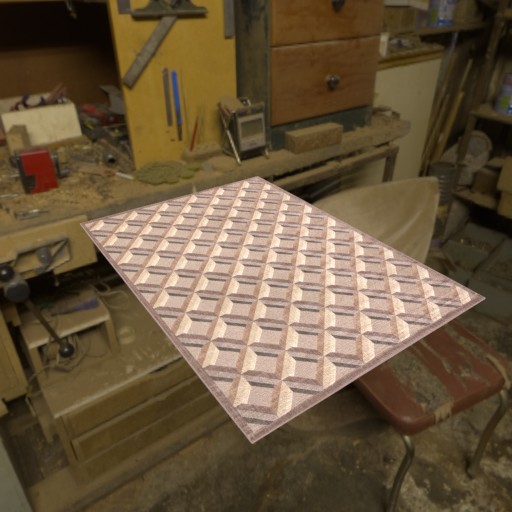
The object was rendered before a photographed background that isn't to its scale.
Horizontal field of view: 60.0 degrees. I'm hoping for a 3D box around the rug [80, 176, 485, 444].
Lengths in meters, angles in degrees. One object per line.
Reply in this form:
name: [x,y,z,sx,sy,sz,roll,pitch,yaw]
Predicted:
rug: [0.000,0.000,4.261,2.382,0.018,3.294,-20,37,-29]
